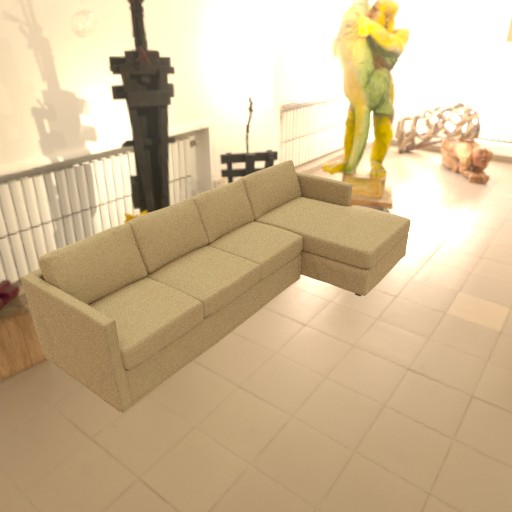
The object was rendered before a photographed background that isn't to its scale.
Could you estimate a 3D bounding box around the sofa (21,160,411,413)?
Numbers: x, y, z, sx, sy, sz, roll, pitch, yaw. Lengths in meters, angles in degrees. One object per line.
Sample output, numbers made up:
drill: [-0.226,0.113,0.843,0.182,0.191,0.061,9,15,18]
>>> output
sofa: [0.000,0.000,3.801,1.622,0.867,3.177,19,33,32]
